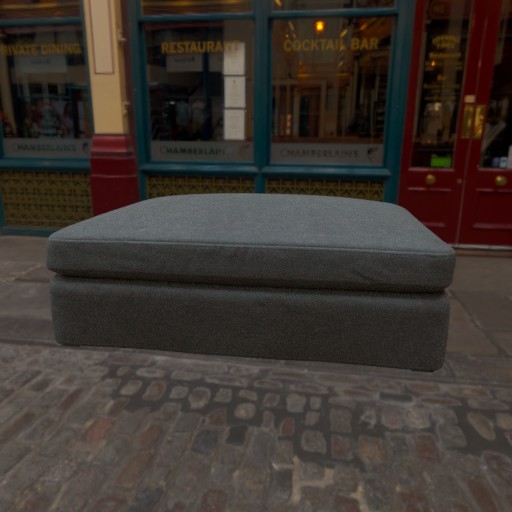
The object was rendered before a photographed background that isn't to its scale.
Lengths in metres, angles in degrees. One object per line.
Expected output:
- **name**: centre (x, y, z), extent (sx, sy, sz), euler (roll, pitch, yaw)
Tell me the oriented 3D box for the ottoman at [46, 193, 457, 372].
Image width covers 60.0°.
- **ottoman**: centre (0.000, 0.000, 1.636), extent (1.199, 0.429, 0.840), euler (2, 15, 8)
